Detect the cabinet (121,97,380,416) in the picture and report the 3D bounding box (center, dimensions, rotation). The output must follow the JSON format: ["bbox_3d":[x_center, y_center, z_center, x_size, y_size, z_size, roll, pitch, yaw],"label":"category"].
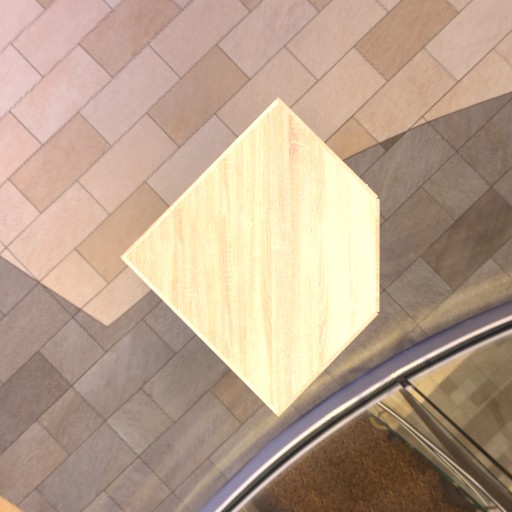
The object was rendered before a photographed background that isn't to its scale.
[{"bbox_3d":[0.000,0.000,2.903,1.094,2.120,1.327,0,90,1],"label":"cabinet"}]
